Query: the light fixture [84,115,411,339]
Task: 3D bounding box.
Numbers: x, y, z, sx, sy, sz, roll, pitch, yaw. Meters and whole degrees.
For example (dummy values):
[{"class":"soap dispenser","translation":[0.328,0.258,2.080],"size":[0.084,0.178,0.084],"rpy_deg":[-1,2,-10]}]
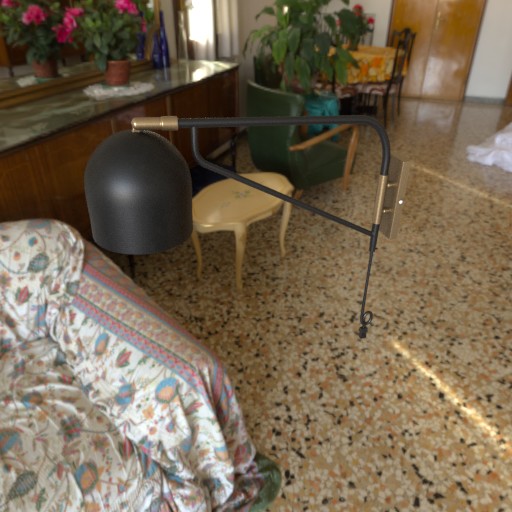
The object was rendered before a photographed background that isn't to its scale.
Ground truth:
[{"class":"light fixture","translation":[0.000,0.000,1.083],"size":[0.720,0.696,0.215],"rpy_deg":[-8,32,-13]}]
